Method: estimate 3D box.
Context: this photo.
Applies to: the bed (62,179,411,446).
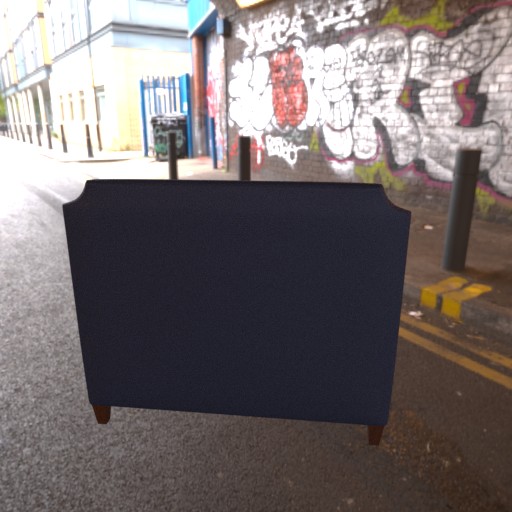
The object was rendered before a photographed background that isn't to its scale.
[{"bbox_3d":[0.000,0.000,3.393,1.712,1.443,2.372,2,17,6],"label":"bed"}]
